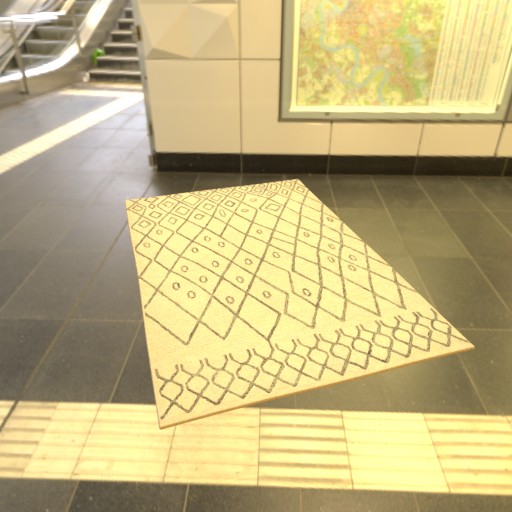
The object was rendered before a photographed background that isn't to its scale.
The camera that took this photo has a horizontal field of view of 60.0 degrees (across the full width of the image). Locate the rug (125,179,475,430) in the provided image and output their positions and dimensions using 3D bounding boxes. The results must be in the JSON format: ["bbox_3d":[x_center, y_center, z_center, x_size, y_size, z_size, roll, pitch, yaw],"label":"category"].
[{"bbox_3d":[0.000,0.000,2.312,1.222,0.015,1.828,-9,33,-15],"label":"rug"}]
